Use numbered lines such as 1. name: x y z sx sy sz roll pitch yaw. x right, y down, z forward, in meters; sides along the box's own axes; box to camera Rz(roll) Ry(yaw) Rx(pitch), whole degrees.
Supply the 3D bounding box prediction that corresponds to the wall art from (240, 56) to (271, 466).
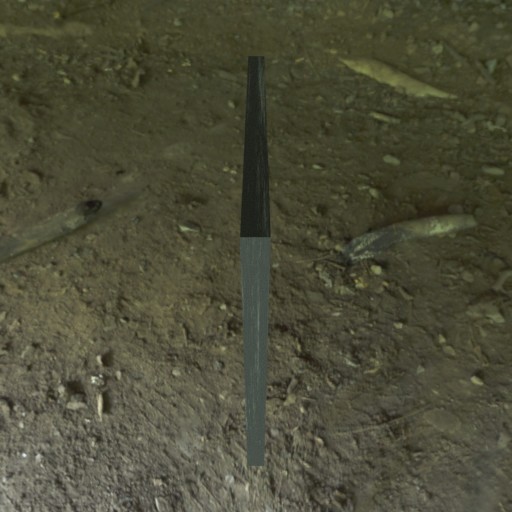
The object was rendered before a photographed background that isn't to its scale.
1. wall art: 0.000 0.000 1.162 0.043 0.758 0.762 0 42 0
